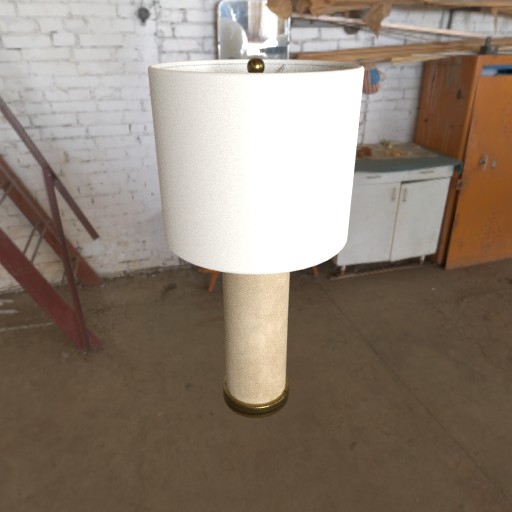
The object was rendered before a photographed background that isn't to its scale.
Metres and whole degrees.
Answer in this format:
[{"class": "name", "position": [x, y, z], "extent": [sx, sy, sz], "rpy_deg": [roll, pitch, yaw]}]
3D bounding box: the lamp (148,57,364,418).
[{"class": "lamp", "position": [0.000, 0.000, 0.775], "extent": [0.305, 0.634, 0.305], "rpy_deg": [8, 28, 16]}]
